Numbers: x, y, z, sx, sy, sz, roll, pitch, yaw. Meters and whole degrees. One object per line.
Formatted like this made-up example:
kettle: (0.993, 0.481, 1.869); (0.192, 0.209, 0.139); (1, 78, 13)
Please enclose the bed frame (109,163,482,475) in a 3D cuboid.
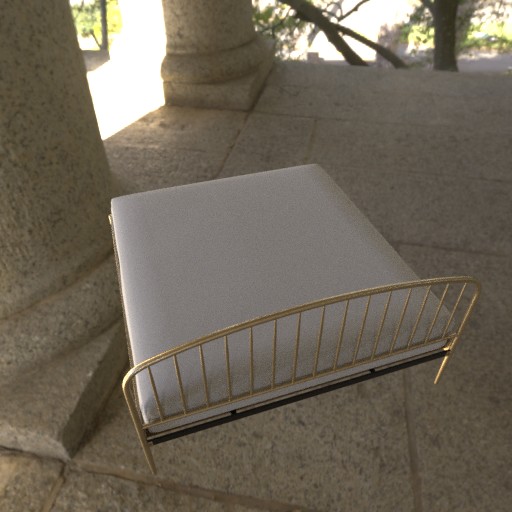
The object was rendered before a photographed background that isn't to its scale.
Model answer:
bed frame: (0.000, 0.000, 3.276); (2.016, 1.174, 2.152); (-12, 42, -14)
